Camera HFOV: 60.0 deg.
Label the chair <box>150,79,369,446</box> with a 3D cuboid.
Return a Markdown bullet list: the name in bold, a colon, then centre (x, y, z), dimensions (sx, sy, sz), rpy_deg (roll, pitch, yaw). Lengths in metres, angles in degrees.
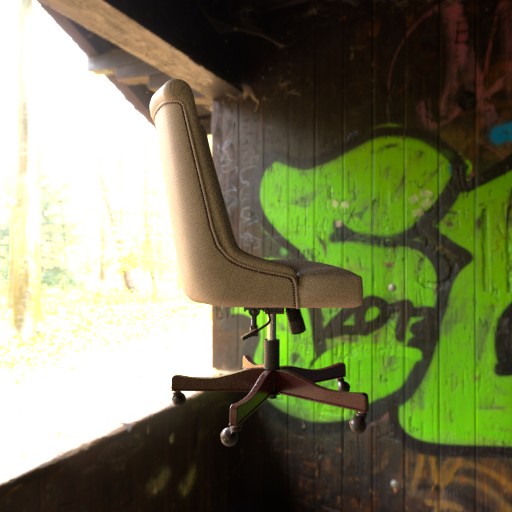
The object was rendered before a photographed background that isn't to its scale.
- **chair**: centre (0.000, 0.000, 1.473), dimensions (0.696, 1.010, 0.645), rpy_deg (0, 0, -1)
